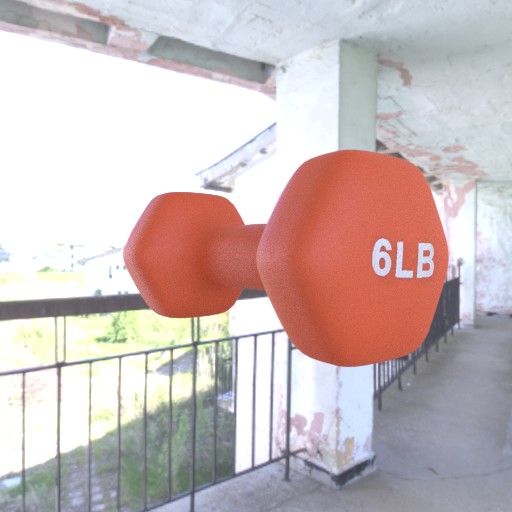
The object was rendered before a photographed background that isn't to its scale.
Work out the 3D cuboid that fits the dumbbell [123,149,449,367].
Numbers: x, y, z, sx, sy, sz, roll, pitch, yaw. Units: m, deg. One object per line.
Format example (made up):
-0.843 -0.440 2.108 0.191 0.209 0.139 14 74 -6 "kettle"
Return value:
0.000 0.000 0.206 0.079 0.071 0.162 -1 1 -36 "dumbbell"
